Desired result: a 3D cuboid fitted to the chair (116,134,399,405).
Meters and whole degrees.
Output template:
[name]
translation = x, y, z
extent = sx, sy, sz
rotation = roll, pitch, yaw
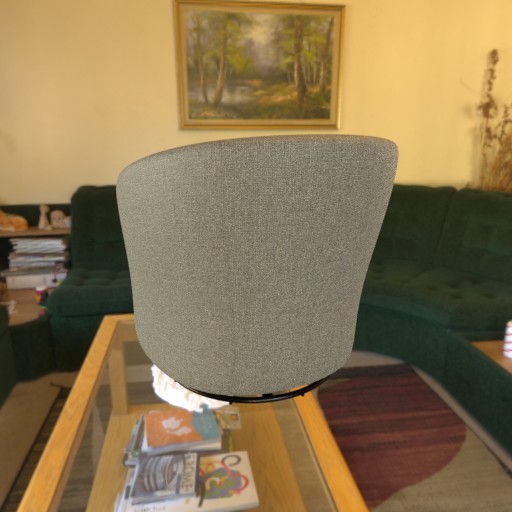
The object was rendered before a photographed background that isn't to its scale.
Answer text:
[chair]
translation = 0.000, 0.000, 1.449
extent = 0.791, 0.771, 0.815
rotation = -7, 17, -25
